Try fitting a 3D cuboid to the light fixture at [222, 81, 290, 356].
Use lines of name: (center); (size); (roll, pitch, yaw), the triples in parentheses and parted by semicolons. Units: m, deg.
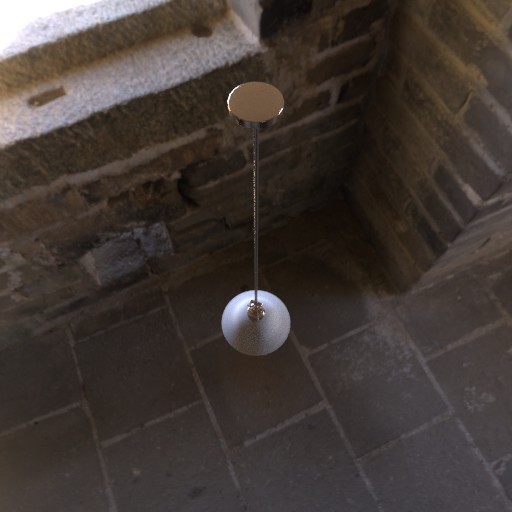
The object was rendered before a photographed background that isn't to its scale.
light fixture: (0.000, 0.000, 1.495); (0.324, 1.354, 0.324); (17, 64, 9)
